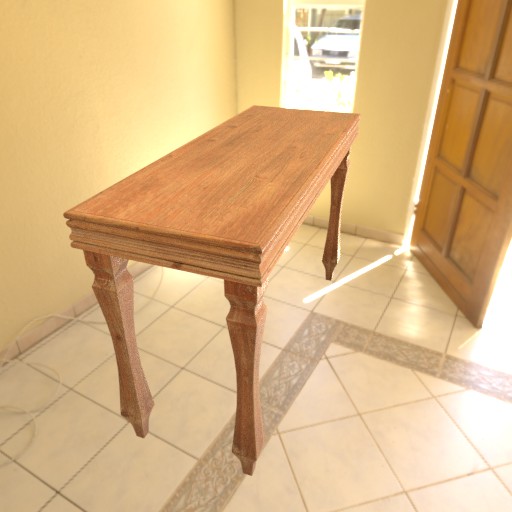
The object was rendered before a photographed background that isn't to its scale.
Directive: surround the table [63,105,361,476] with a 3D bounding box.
[{"bbox_3d":[0.000,0.000,1.770,0.522,0.873,1.330,11,32,17],"label":"table"}]
